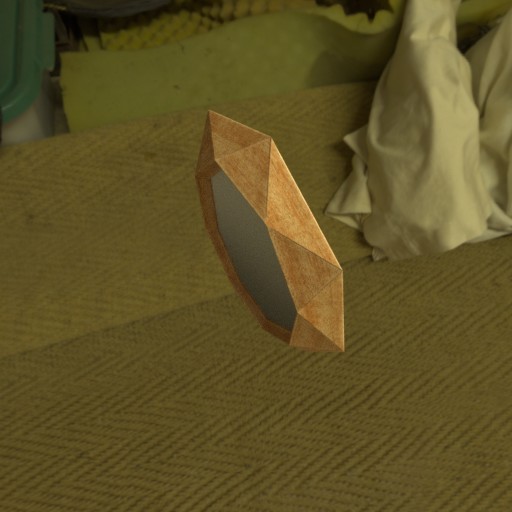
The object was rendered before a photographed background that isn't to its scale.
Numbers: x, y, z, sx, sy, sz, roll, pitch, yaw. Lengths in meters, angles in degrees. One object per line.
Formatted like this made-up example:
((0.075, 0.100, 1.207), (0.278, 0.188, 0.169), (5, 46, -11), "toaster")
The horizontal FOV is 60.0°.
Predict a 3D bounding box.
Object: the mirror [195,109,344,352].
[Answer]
((0.000, 0.000, 1.028), (0.070, 0.774, 0.577), (-31, 68, -14), "mirror")
